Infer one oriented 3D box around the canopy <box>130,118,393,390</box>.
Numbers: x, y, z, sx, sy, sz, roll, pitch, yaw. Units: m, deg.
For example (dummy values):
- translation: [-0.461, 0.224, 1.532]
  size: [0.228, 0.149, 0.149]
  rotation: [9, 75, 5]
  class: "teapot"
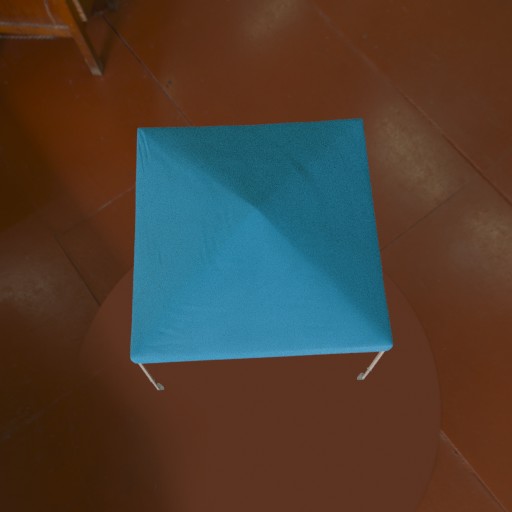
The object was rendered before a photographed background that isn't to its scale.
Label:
- translation: [0.000, 0.000, 5.146]
  size: [2.848, 2.849, 2.849]
  rotation: [-3, 73, -1]
  class: "canopy"
